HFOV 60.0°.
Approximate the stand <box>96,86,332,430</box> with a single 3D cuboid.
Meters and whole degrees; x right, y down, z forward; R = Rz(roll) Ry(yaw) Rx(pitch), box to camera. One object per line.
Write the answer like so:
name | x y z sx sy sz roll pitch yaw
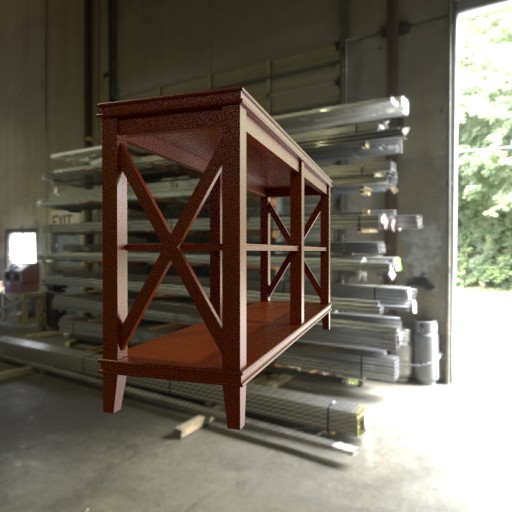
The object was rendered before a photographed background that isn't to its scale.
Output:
stand | 0.000 0.000 1.685 0.381 0.762 1.372 0 1 18
